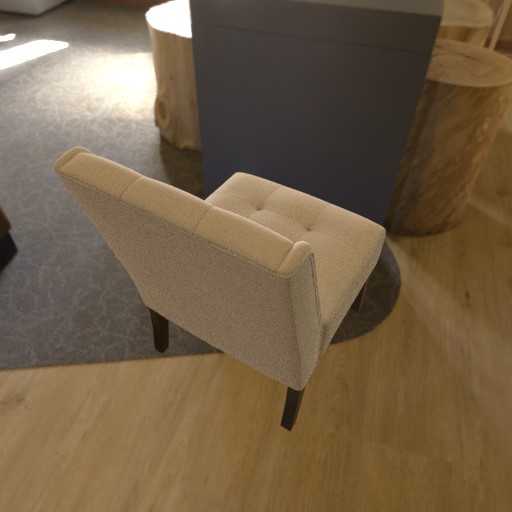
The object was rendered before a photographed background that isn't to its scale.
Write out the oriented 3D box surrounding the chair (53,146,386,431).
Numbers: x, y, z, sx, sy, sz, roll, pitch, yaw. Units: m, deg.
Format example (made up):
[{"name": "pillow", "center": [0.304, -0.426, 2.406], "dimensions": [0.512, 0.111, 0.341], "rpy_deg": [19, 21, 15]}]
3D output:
[{"name": "chair", "center": [0.000, 0.000, 1.277], "dimensions": [0.569, 0.853, 0.676], "rpy_deg": [25, 52, 21]}]
